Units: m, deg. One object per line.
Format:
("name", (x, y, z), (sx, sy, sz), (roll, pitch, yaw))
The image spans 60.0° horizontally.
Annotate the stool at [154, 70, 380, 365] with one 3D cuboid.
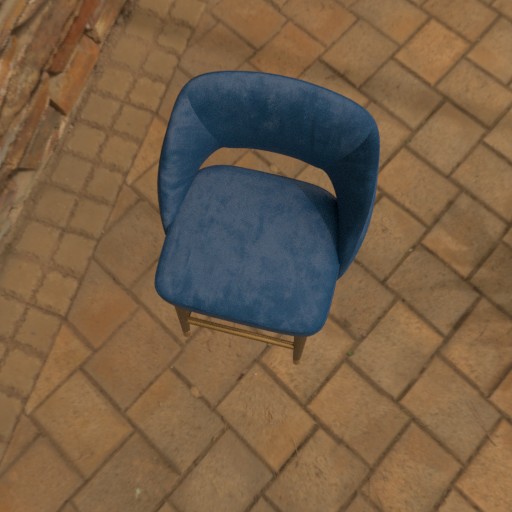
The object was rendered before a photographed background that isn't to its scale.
("stool", (0.000, 0.000, 1.316), (0.514, 1.016, 0.515), (13, 75, 4))
